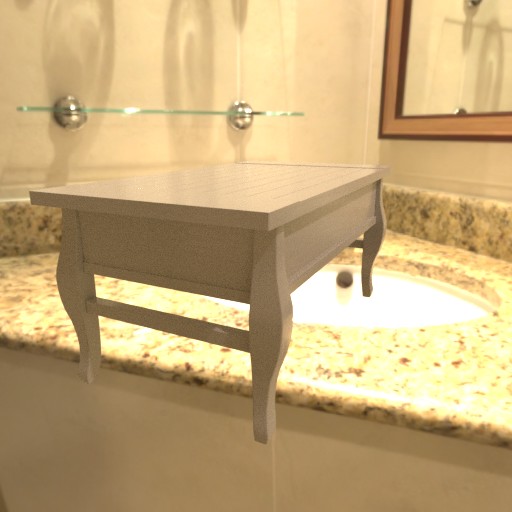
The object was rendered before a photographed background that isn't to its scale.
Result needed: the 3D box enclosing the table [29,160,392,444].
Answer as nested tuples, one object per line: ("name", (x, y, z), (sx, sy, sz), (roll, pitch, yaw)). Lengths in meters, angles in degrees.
("table", (0.000, 0.000, 1.371), (0.600, 0.495, 1.062), (8, 18, 26))
